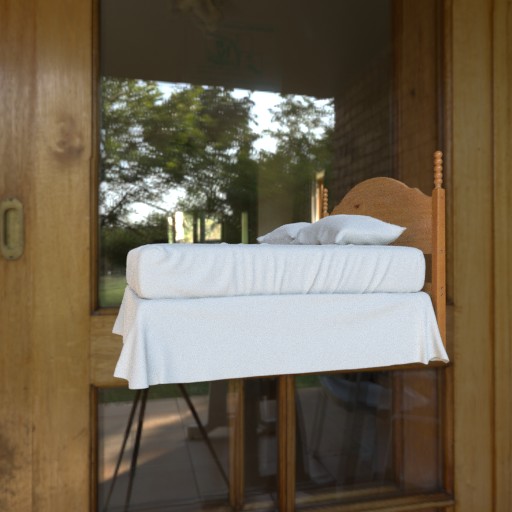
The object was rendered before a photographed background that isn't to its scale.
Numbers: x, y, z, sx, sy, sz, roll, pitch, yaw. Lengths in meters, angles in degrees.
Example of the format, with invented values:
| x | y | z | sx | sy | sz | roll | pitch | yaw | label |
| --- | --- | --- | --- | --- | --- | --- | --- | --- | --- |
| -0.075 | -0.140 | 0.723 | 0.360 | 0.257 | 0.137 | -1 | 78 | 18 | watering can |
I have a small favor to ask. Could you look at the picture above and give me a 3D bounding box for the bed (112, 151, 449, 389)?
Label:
| x | y | z | sx | sy | sz | roll | pitch | yaw | label |
| --- | --- | --- | --- | --- | --- | --- | --- | --- | --- |
| 0.000 | 0.000 | 3.317 | 2.040 | 1.356 | 1.873 | 0 | 0 | -18 | bed |
